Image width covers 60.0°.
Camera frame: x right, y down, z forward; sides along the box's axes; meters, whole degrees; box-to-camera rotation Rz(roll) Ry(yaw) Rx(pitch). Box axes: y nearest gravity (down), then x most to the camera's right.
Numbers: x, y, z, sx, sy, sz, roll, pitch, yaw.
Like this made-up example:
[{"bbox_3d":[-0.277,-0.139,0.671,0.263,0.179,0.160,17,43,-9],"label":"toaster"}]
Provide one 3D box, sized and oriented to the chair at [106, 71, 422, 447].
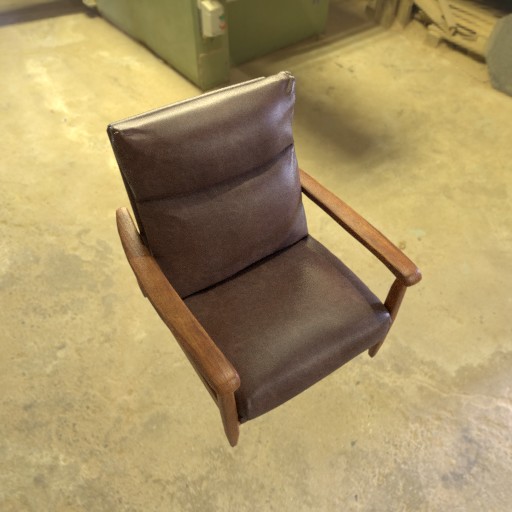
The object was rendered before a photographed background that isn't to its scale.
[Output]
[{"bbox_3d":[0.000,0.000,1.517,0.782,0.897,0.830,-25,53,-21],"label":"chair"}]
